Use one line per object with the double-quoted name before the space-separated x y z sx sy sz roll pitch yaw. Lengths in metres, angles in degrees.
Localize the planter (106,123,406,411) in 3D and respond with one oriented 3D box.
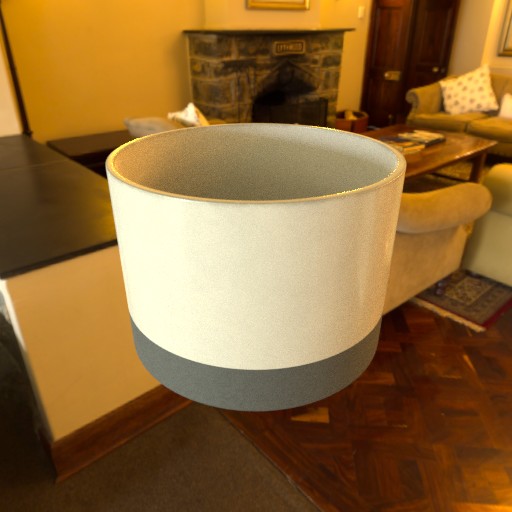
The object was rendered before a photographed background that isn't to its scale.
"planter" 0.000 0.000 0.222 0.128 0.105 0.128 0 28 0
